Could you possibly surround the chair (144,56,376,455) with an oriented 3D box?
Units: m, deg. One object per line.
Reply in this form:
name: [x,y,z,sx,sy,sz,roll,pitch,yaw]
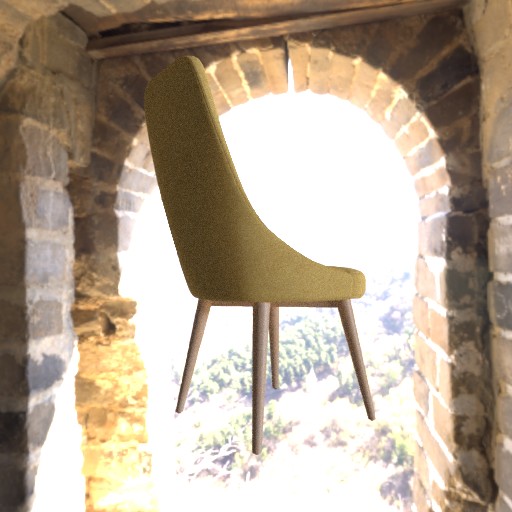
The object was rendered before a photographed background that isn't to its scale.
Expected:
chair: [0.000,0.000,1.421,0.660,1.040,0.510,1,-2,-38]
